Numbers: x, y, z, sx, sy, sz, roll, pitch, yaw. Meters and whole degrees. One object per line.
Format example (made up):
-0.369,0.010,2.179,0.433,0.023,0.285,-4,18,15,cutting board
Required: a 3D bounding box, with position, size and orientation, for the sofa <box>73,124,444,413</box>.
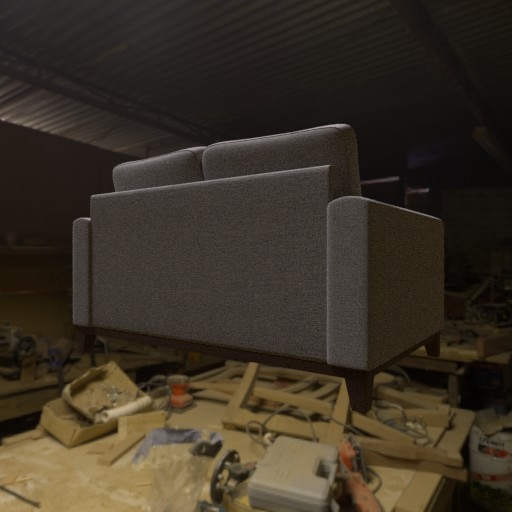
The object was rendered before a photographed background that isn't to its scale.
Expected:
0.000,0.000,1.993,1.420,0.873,0.917,0,0,35,sofa
